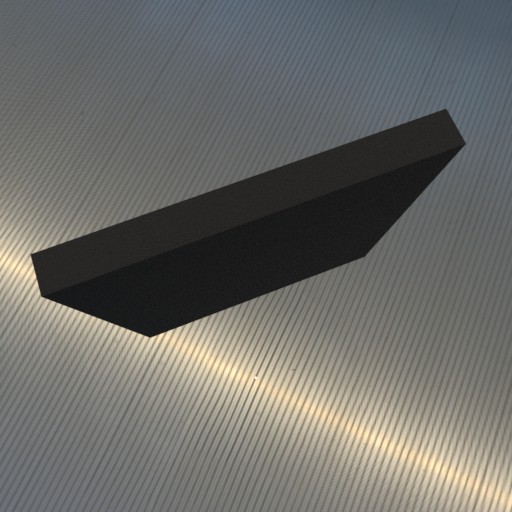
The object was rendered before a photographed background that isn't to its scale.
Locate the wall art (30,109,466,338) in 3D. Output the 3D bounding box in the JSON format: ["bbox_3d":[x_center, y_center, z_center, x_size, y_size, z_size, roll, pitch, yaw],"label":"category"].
[{"bbox_3d":[0.000,0.000,0.451,0.308,0.305,0.030,-20,76,-5],"label":"wall art"}]
